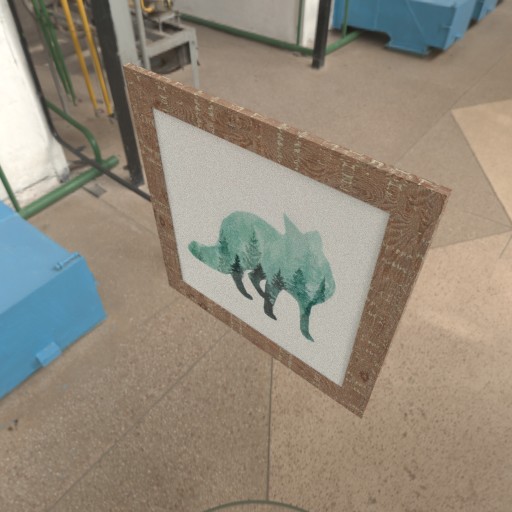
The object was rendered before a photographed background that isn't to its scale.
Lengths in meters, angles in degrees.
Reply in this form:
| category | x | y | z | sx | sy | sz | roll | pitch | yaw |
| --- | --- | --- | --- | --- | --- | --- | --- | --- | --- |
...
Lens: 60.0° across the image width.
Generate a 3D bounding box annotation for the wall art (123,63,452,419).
| category | x | y | z | sx | sy | sz | roll | pitch | yaw |
| --- | --- | --- | --- | --- | --- | --- | --- | --- | --- |
| wall art | 0.000 | 0.000 | 0.561 | 0.384 | 0.384 | 0.012 | 30 | 53 | 26 |
